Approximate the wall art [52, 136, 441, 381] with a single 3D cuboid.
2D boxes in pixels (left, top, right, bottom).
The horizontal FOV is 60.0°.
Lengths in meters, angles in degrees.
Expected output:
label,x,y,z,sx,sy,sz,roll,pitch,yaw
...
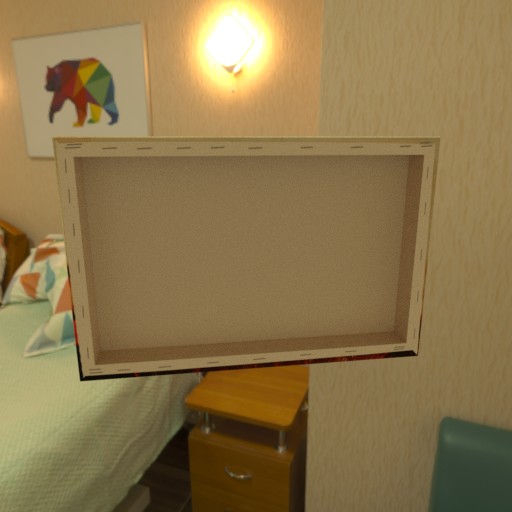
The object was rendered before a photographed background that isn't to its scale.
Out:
label,x,y,z,sx,sy,sz,roll,pitch,yaw
wall art,0.000,0.000,0.482,0.383,0.251,0.037,-2,15,-8
